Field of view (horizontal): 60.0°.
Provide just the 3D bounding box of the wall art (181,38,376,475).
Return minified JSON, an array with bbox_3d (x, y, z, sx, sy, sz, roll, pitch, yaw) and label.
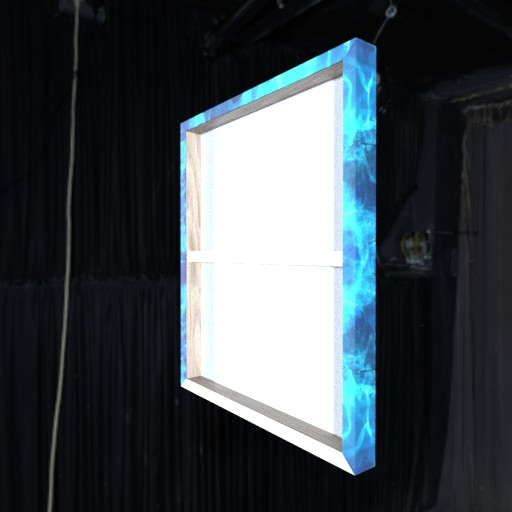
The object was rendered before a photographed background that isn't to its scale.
[{"bbox_3d":[0.000,0.000,0.697,0.038,0.508,0.432,0,1,-37],"label":"wall art"}]
